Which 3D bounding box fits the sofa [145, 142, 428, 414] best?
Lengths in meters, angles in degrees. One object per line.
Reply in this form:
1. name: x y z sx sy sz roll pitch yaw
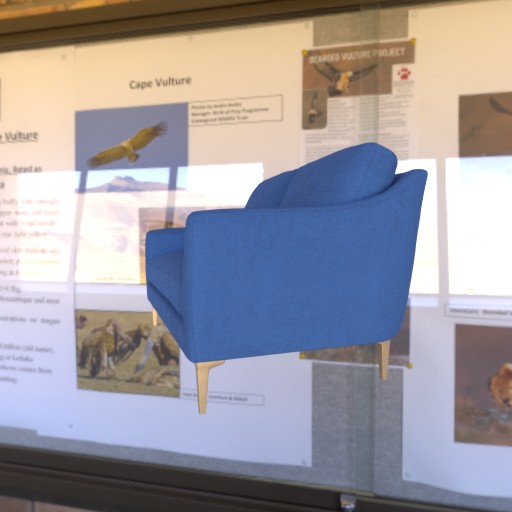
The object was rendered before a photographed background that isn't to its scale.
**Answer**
1. sofa: 0.000 0.000 2.173 0.960 0.902 1.619 -1 2 -18
